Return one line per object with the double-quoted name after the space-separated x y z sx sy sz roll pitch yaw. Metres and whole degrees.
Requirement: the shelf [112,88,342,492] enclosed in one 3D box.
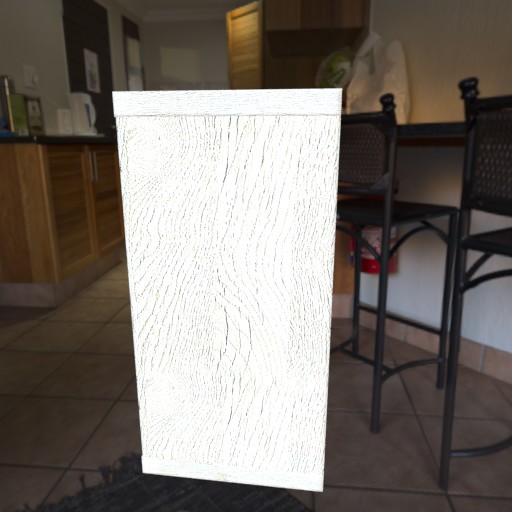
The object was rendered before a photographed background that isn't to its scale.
0.000 0.000 1.219 0.390 0.786 0.790 2 15 8 "shelf"
